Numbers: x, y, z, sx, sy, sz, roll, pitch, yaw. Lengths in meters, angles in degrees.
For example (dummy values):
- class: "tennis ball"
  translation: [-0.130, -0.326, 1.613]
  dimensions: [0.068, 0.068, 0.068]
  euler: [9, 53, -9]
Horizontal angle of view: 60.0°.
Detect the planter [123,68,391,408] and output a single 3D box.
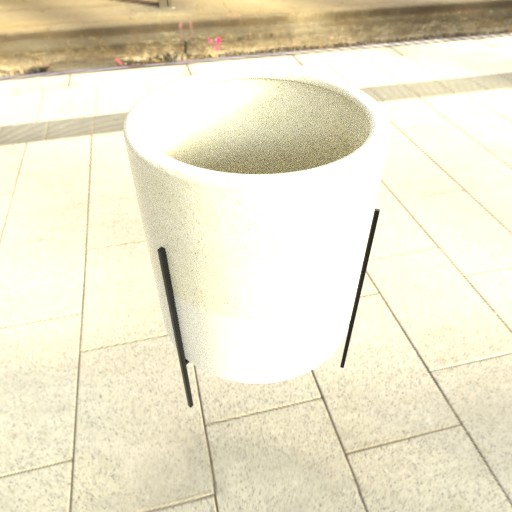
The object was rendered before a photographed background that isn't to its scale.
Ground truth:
- class: "planter"
  translation: [0.000, 0.000, 0.710]
  dimensions: [0.324, 0.483, 0.333]
  euler: [-11, 43, -12]
